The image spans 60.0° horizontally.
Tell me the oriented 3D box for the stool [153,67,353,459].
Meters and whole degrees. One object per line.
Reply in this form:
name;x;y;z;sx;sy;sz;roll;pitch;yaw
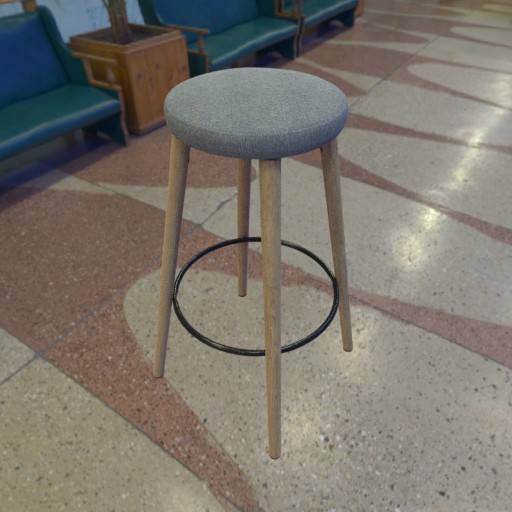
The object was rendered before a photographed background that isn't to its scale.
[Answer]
stool;0.000;0.000;1.003;0.410;0.770;0.410;25;46;26
